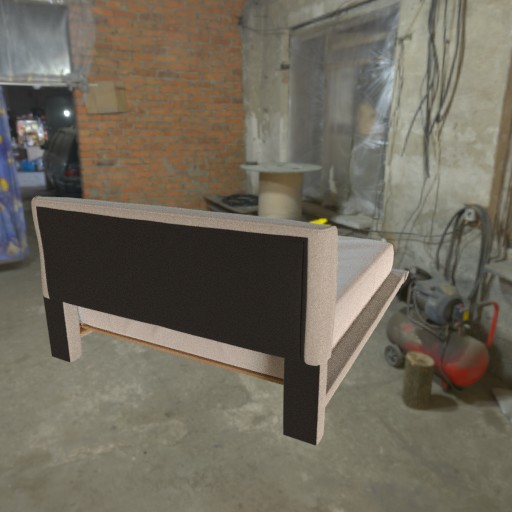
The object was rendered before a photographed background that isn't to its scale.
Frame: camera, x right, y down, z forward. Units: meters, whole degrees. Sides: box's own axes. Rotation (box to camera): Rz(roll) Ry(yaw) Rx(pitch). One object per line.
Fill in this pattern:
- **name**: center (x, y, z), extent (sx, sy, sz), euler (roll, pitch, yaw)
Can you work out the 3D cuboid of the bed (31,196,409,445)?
- **bed**: center (0.000, 0.000, 3.499), extent (1.980, 1.126, 2.498), euler (8, 18, 27)
